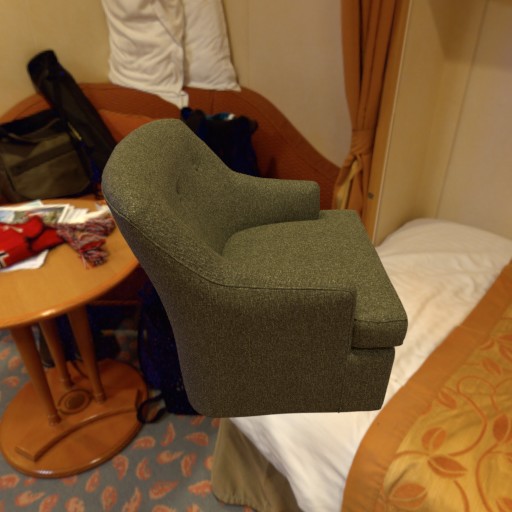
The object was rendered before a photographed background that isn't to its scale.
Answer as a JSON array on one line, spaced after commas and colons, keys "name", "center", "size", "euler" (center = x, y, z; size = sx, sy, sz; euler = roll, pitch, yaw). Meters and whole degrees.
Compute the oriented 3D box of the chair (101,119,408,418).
[{"name": "chair", "center": [0.000, 0.000, 1.633], "size": [0.923, 0.856, 0.864], "euler": [-1, 31, -1]}]
